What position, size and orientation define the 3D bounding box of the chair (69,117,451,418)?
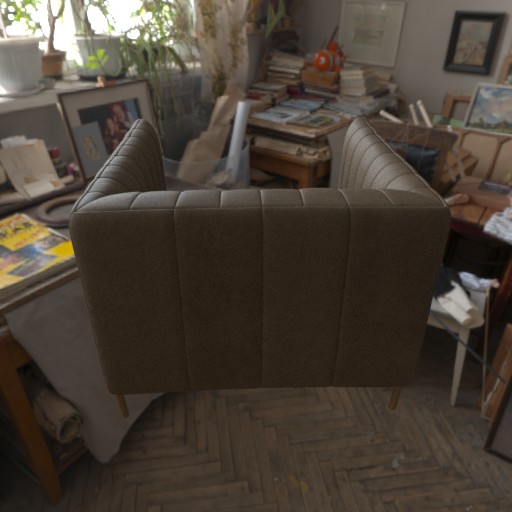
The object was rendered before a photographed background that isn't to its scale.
[{"bbox_3d":[0.000,0.000,1.574,0.981,0.779,0.876,-1,31,-2],"label":"chair"}]
